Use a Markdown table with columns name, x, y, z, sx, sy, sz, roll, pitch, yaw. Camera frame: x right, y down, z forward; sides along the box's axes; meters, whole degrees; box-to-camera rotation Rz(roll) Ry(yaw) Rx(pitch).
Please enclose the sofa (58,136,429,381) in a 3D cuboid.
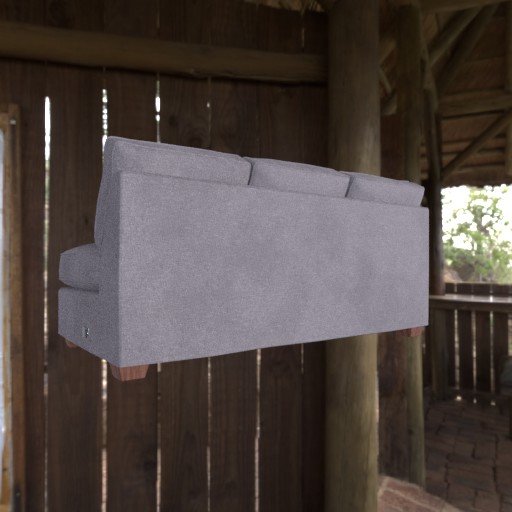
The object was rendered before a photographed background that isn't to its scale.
| name | x | y | z | sx | sy | sz | roll | pitch | yaw |
| --- | --- | --- | --- | --- | --- | --- | --- | --- | --- |
| sofa | 0.000 | 0.000 | 2.571 | 1.962 | 0.973 | 1.027 | 1 | -1 | -36 |
